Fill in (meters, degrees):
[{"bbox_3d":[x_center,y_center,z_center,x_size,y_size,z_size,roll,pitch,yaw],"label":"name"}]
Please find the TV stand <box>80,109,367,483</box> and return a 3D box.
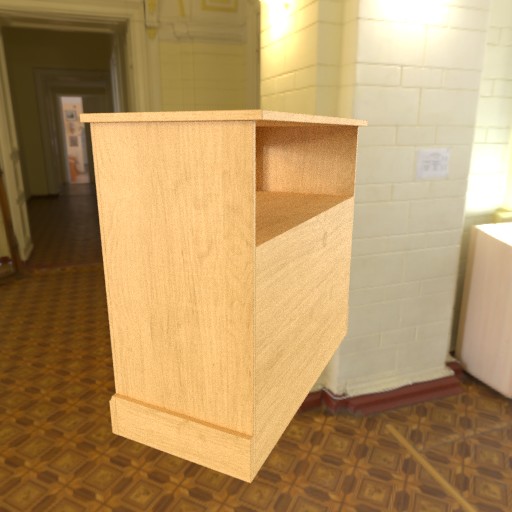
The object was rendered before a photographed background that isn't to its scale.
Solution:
[{"bbox_3d":[0.000,0.000,1.325,0.430,0.787,0.851,7,17,25],"label":"TV stand"}]
